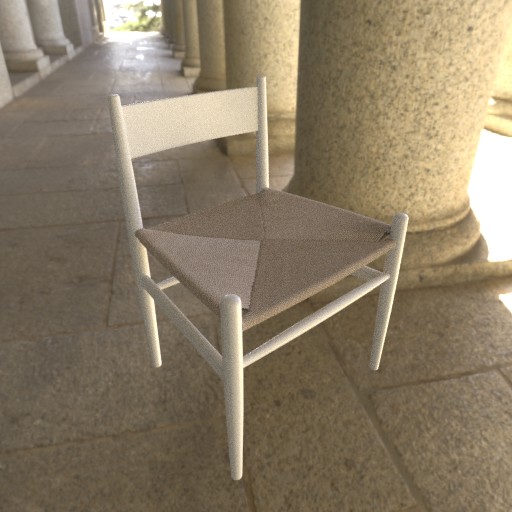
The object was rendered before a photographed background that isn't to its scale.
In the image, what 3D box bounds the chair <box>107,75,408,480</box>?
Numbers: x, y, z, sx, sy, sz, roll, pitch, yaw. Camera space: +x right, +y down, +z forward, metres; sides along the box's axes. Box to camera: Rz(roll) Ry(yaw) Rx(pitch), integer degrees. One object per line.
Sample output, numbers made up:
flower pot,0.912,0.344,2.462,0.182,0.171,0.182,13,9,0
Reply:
chair,0.000,0.000,1.113,0.556,0.762,0.495,-24,37,-35
